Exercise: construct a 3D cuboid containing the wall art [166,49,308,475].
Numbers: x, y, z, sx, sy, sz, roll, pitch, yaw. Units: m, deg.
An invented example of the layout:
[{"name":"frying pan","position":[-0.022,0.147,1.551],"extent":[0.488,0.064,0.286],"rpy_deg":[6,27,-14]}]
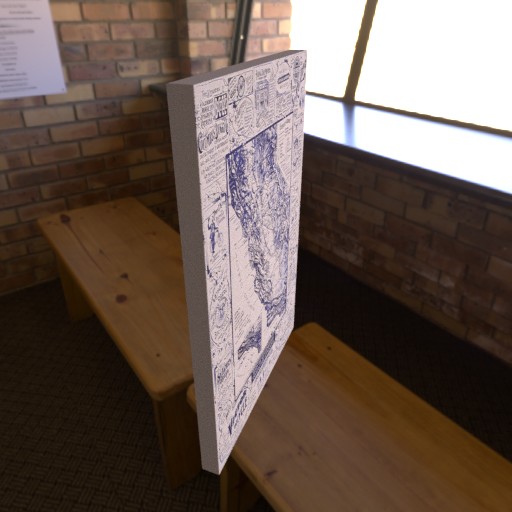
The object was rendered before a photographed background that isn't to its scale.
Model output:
[{"name":"wall art","position":[0.000,0.000,0.934],"extent":[0.039,0.753,0.511],"rpy_deg":[11,31,19]}]
